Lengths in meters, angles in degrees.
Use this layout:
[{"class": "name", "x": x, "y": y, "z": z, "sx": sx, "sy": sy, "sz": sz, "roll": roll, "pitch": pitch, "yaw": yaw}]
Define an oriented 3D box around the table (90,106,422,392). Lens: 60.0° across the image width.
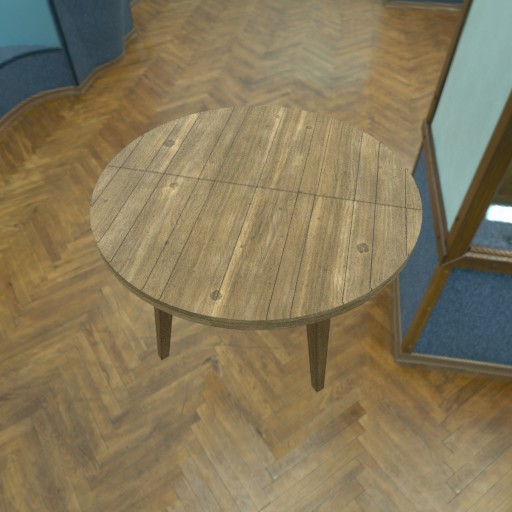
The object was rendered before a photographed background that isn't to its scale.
[{"class": "table", "x": 0.000, "y": 0.000, "z": 1.947, "sx": 1.213, "sy": 0.764, "sz": 1.213, "roll": 0, "pitch": 47, "yaw": 0}]
